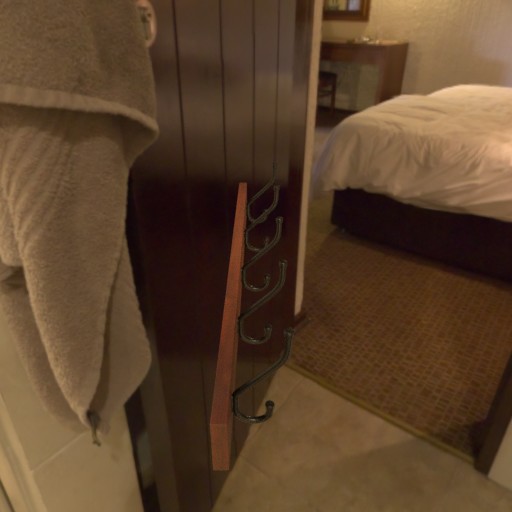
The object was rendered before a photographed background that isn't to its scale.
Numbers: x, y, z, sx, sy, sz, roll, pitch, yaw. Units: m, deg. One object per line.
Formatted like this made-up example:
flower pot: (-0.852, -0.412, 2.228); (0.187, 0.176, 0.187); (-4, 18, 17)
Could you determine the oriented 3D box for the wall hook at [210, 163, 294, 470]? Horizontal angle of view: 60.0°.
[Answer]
wall hook: (0.000, 0.000, 0.614); (0.071, 0.117, 0.571); (0, 30, 1)
